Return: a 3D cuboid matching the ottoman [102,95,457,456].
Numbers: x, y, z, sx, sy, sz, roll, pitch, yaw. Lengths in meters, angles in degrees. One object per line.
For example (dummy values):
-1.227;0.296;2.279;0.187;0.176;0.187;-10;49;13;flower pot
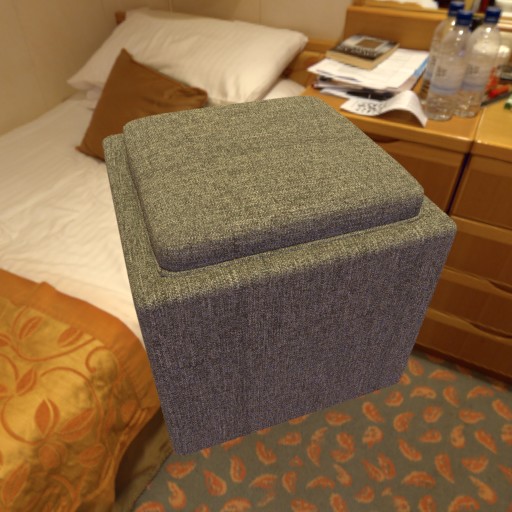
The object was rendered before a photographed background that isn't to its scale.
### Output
0.000;0.000;0.825;0.450;0.460;0.450;-13;43;-14;ottoman
